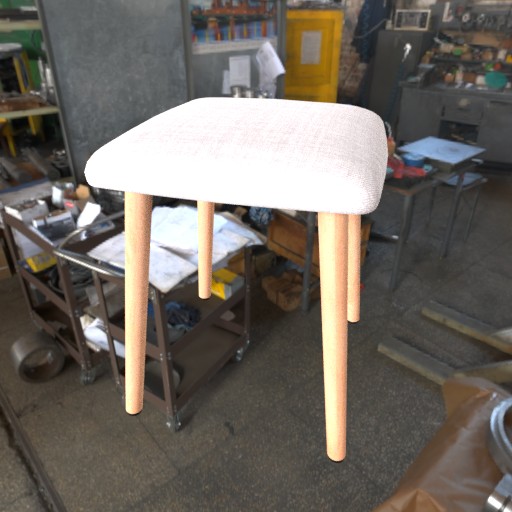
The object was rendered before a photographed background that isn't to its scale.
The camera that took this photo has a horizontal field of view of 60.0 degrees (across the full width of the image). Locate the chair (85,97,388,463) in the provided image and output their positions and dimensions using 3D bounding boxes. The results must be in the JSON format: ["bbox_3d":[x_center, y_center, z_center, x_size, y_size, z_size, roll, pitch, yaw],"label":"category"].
[{"bbox_3d":[0.000,0.000,0.694,0.350,0.440,0.350,8,31,13],"label":"chair"}]
